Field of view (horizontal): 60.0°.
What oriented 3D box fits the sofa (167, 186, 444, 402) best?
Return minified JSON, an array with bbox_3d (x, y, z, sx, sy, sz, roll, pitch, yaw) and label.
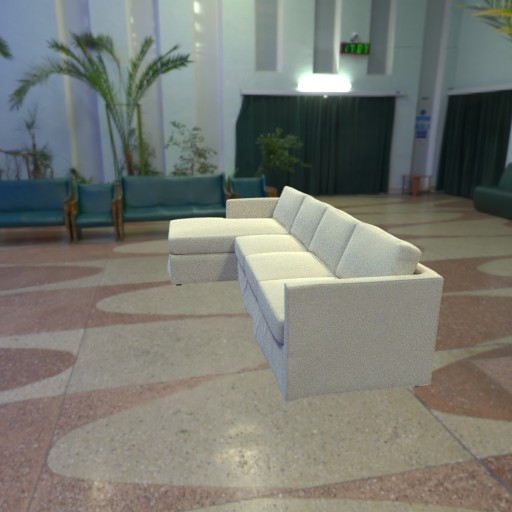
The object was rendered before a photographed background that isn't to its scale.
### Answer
[{"bbox_3d":[0.000,0.000,3.973,1.650,0.922,3.205,-3,16,-9],"label":"sofa"}]
